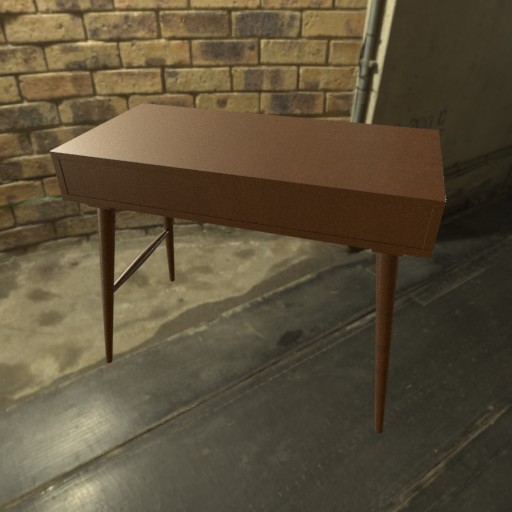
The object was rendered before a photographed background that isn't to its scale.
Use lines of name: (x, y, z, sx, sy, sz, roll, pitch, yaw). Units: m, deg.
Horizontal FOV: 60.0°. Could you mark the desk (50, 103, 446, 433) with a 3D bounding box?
desk: (0.000, 0.000, 1.409, 0.949, 0.758, 0.510, 10, 35, 14)
